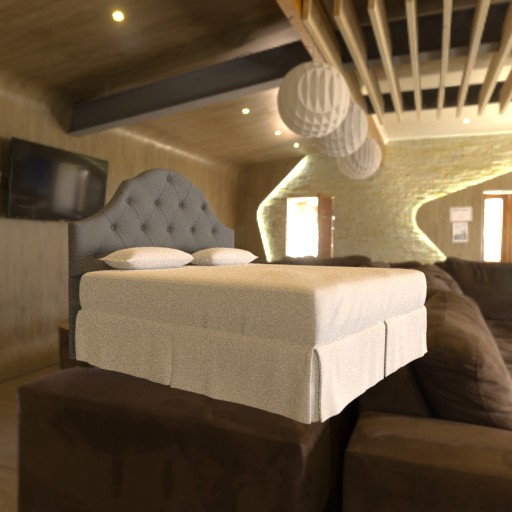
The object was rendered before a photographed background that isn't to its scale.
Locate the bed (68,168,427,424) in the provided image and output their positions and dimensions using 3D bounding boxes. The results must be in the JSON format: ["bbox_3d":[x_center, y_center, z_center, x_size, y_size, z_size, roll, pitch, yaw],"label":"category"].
[{"bbox_3d":[0.000,0.000,3.583,2.214,1.615,2.008,1,2,37],"label":"bed"}]
